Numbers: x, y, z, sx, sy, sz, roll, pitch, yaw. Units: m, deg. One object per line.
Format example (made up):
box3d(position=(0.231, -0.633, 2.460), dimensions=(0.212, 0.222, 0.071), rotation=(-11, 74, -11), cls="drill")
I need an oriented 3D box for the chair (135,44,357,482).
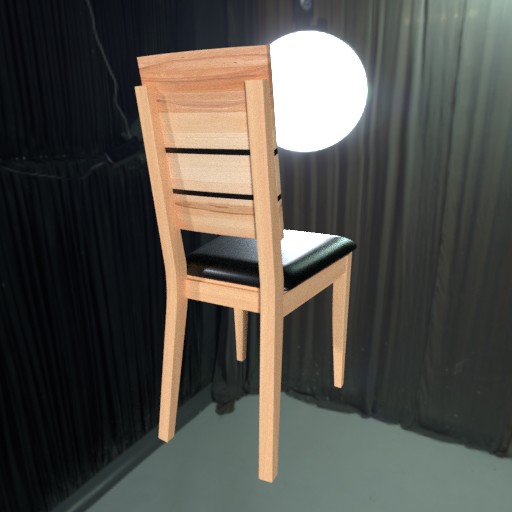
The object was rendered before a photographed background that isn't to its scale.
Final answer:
box3d(position=(0.000, 0.000, 1.180), dimensions=(0.410, 0.940, 0.520), rotation=(8, 18, 26), cls="chair")
